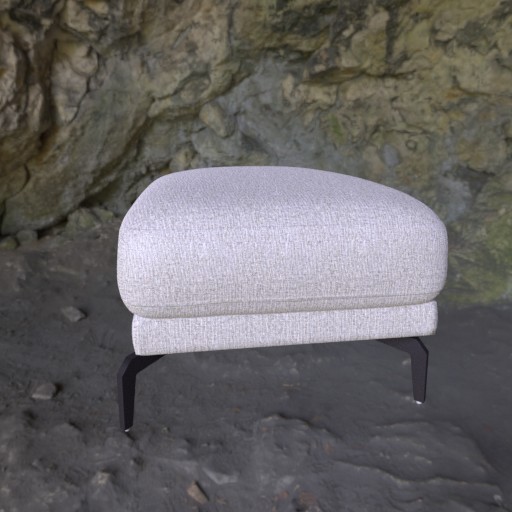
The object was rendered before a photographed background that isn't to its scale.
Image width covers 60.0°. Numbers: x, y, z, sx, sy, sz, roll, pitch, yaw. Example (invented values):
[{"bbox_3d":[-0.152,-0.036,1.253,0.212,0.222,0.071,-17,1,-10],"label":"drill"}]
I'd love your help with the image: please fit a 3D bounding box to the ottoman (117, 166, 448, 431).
[{"bbox_3d":[0.000,0.000,1.065,0.568,0.420,0.772,-2,14,-9],"label":"ottoman"}]
